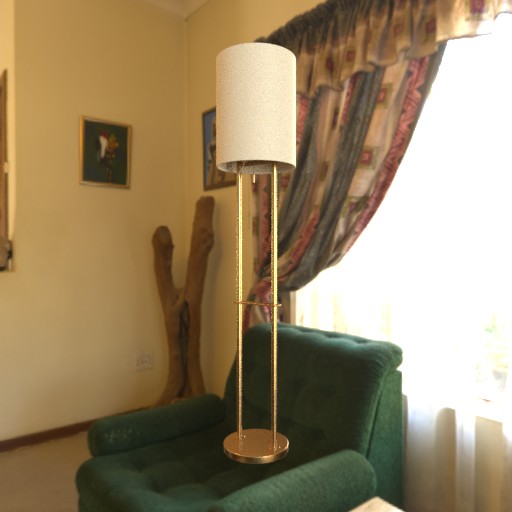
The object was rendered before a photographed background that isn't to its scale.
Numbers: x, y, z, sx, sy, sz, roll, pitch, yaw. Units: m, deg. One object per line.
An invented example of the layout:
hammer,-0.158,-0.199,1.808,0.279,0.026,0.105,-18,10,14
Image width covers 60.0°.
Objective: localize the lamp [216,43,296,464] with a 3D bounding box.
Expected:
lamp,0.000,0.000,1.716,0.306,1.500,0.305,1,1,35
